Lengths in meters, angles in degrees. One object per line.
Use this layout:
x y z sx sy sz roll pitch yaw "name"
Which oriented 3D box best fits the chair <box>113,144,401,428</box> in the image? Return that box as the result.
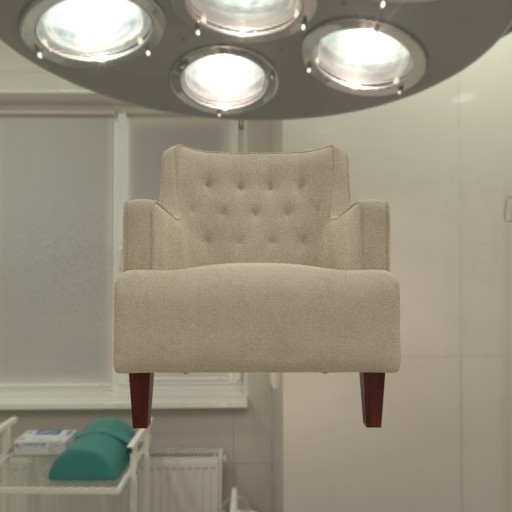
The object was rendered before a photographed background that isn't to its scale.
0.000 0.000 1.569 0.781 0.920 0.910 0 -1 0 "chair"
